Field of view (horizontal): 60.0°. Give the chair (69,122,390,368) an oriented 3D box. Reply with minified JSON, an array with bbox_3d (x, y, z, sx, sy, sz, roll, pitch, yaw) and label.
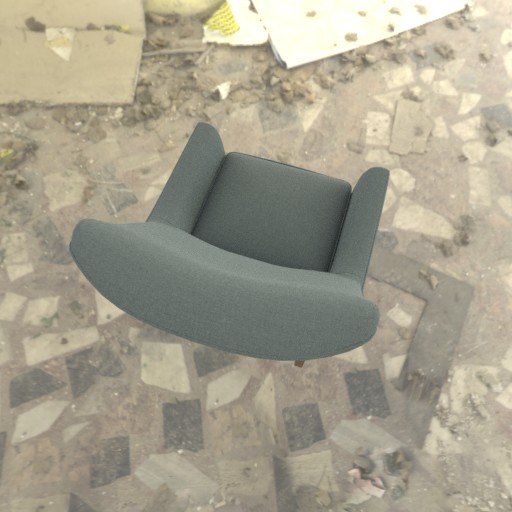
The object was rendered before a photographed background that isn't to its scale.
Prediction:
[{"bbox_3d":[0.000,0.000,1.533,0.756,0.916,0.879,16,65,8],"label":"chair"}]
